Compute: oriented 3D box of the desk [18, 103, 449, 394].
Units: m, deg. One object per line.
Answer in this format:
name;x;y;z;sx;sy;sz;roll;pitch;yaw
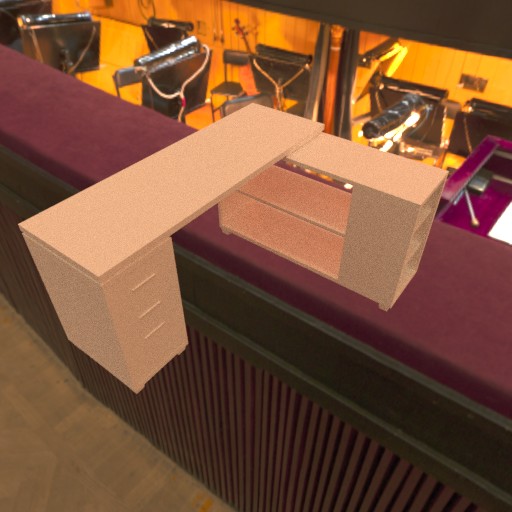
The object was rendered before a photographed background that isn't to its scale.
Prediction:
desk;0.000;0.000;2.180;1.199;0.759;1.524;26;47;27
